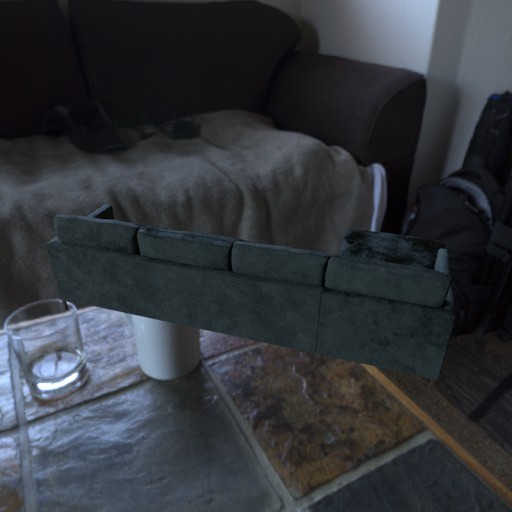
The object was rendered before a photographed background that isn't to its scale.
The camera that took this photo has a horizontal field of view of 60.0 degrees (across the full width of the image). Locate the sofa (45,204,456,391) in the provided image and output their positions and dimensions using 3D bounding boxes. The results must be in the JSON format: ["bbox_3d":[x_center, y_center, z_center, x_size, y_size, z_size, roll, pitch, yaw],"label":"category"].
[{"bbox_3d":[0.000,0.000,4.154,3.400,0.967,1.500,9,32,15],"label":"sofa"}]
